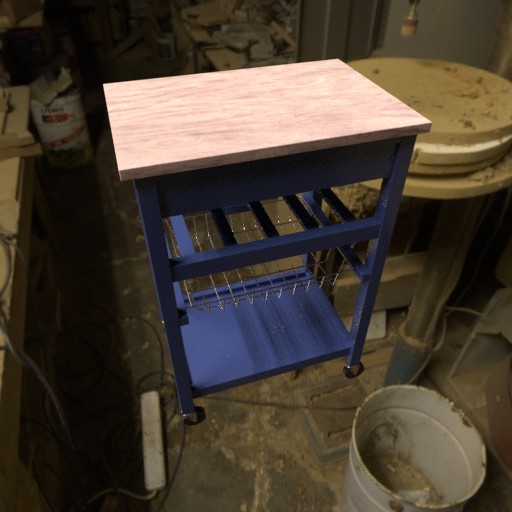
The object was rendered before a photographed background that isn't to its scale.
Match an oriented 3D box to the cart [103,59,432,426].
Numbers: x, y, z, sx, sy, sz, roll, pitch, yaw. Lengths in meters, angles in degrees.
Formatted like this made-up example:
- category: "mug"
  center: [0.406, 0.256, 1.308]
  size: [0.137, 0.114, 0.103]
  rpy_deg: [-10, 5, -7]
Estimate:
- category: "cart"
  center: [0.000, 0.000, 1.182]
  size: [0.584, 0.839, 0.403]
  rpy_deg: [-12, 42, -14]
